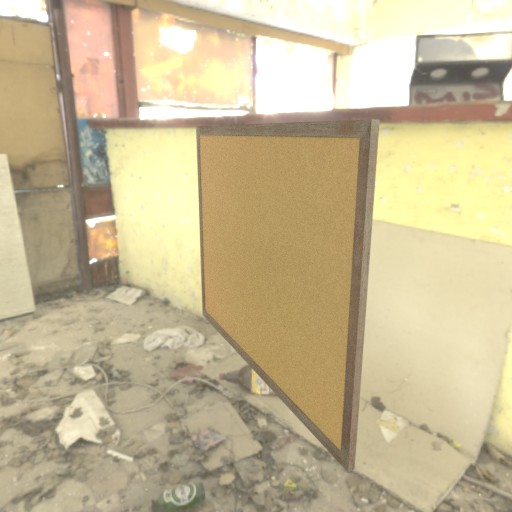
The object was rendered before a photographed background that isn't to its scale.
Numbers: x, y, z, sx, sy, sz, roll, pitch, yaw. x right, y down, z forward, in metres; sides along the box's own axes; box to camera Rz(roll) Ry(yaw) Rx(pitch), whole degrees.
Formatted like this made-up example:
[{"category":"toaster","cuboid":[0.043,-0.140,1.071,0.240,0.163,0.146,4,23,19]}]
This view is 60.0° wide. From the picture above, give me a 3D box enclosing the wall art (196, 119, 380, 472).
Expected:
[{"category":"wall art","cuboid":[0.000,0.000,1.357,0.019,0.774,1.012,-7,17,-25]}]
